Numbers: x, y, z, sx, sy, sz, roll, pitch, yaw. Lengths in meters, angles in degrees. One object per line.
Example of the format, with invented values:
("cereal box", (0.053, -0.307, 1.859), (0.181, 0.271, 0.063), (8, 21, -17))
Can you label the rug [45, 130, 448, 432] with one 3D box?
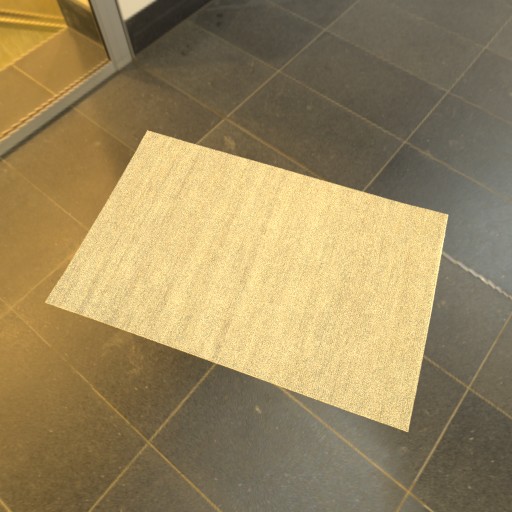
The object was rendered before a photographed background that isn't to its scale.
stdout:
("rug", (0.000, 0.000, 2.305), (1.820, 0.022, 1.179), (18, 64, 9))
